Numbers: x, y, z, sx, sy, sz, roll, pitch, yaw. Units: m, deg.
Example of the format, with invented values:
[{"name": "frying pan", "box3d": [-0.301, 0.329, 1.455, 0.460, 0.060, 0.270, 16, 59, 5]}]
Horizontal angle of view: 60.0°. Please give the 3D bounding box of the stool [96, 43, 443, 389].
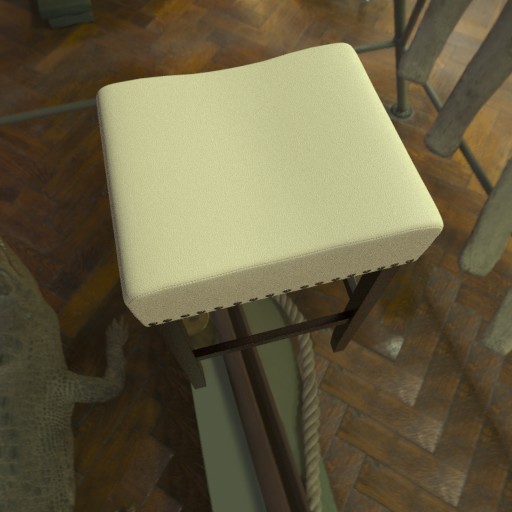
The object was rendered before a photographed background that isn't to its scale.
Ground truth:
[{"name": "stool", "box3d": [0.000, 0.000, 1.020, 0.471, 0.762, 0.401, -13, 64, -6]}]
